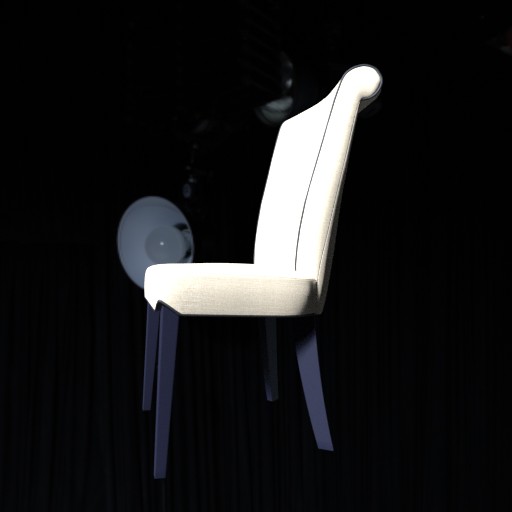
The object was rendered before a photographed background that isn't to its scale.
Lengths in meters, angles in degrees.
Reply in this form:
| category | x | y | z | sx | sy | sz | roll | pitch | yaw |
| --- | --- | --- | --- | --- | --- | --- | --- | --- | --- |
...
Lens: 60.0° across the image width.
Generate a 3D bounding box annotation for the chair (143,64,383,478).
| category | x | y | z | sx | sy | sz | roll | pitch | yaw |
| --- | --- | --- | --- | --- | --- | --- | --- | --- | --- |
| chair | 0.000 | 0.000 | 1.310 | 0.623 | 0.997 | 0.522 | 0 | 0 | -17 |
